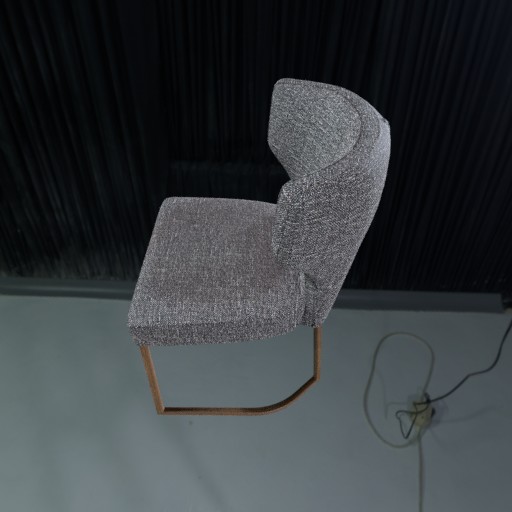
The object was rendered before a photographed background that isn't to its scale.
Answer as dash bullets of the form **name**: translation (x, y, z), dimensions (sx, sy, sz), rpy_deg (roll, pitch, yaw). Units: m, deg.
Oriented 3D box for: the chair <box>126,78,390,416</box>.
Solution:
- **chair**: translation (0.000, 0.000, 1.262), dimensions (0.617, 0.824, 0.611), rpy_deg (0, 40, 0)
